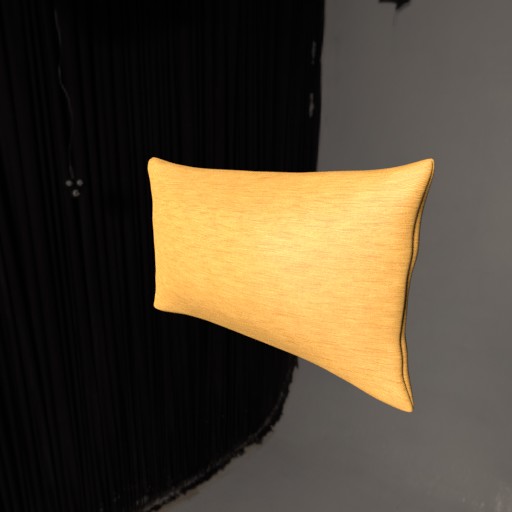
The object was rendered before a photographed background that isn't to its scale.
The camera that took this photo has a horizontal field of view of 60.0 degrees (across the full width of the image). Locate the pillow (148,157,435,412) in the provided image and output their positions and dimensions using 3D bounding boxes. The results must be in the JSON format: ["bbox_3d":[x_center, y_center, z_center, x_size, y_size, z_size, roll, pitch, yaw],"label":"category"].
[{"bbox_3d":[0.000,0.000,0.809,0.634,0.354,0.210,12,18,42],"label":"pillow"}]
